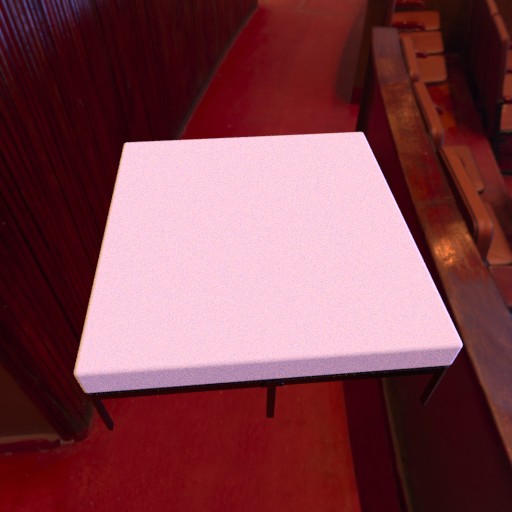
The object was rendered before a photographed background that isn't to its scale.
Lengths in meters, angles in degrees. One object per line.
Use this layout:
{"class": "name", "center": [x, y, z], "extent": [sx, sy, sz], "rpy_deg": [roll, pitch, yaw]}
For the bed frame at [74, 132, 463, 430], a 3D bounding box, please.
{"class": "bed frame", "center": [0.000, 0.000, 3.130], "extent": [1.963, 0.659, 2.079], "rpy_deg": [-3, 46, -3]}
